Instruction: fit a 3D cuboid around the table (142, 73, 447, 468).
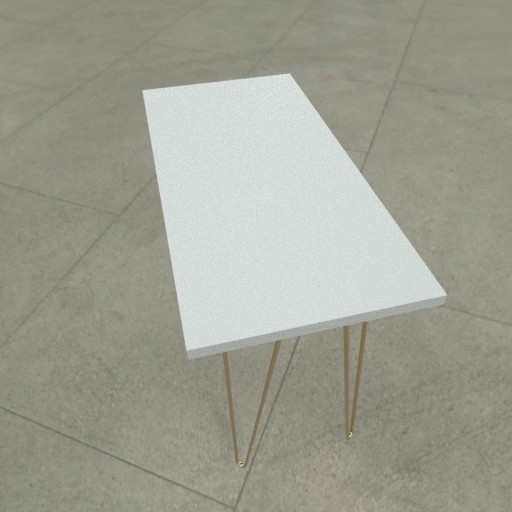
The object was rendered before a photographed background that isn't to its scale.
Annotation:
[{"bbox_3d":[0.000,0.000,1.369,0.498,0.660,0.991,-10,47,-10],"label":"table"}]
